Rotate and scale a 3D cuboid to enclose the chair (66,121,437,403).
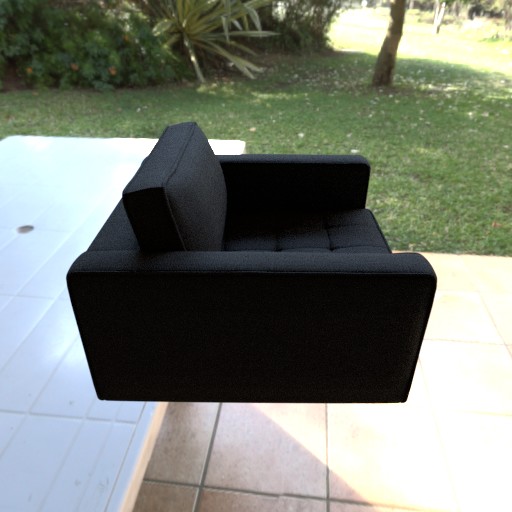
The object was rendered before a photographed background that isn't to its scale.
[{"bbox_3d":[0.000,0.000,1.527,0.919,0.770,0.899,0,31,1],"label":"chair"}]
